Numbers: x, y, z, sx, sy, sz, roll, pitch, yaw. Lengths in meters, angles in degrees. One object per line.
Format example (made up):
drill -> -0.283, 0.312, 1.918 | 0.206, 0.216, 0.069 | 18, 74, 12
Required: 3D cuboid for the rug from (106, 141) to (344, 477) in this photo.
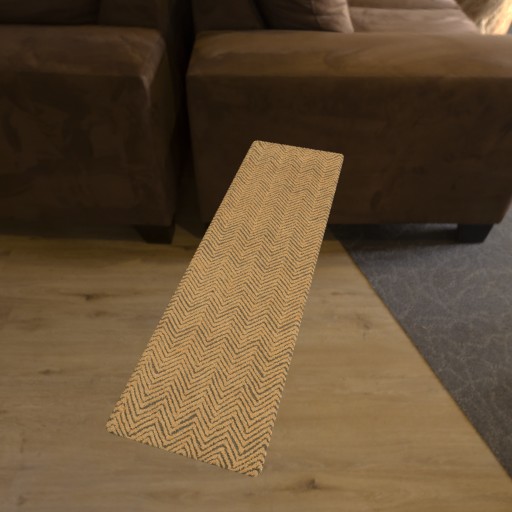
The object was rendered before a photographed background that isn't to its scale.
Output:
rug -> 0.000, 0.000, 2.552 | 0.686, 0.008, 2.286 | 12, 48, 11
